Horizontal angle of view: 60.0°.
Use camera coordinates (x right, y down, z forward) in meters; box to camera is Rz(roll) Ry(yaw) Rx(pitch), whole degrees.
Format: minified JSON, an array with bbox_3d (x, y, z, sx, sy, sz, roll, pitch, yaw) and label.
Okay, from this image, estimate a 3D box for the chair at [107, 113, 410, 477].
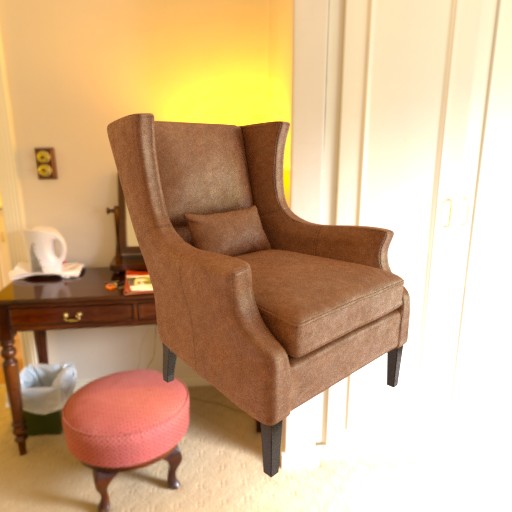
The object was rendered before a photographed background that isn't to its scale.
[{"bbox_3d":[0.000,0.000,1.674,0.853,1.016,0.926,-13,19,-43],"label":"chair"}]
